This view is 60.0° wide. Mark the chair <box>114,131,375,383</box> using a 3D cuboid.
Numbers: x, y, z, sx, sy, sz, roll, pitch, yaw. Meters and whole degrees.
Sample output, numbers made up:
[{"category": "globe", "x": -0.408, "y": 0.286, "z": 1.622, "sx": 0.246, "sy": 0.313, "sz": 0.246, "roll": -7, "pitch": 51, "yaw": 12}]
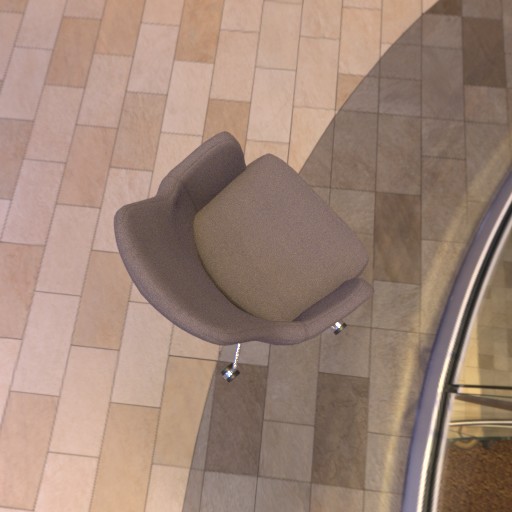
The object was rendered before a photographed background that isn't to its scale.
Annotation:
[{"category": "chair", "x": 0.000, "y": 0.000, "z": 1.264, "sx": 0.600, "sy": 0.820, "sz": 0.655, "roll": -39, "pitch": 78, "yaw": -10}]
